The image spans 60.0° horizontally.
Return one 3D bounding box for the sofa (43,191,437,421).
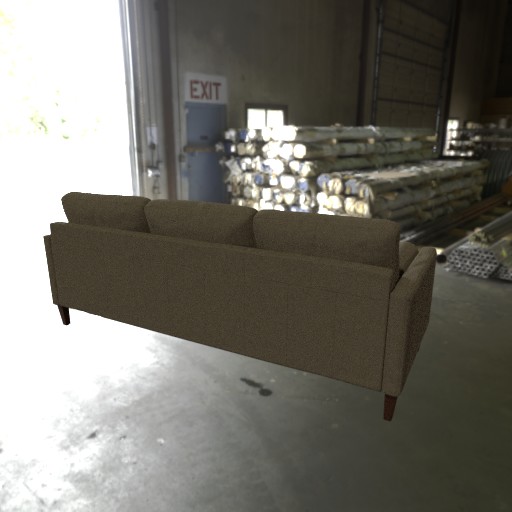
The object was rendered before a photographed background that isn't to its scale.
[{"bbox_3d":[0.000,0.000,2.892,2.178,0.875,1.506,8,18,27],"label":"sofa"}]
